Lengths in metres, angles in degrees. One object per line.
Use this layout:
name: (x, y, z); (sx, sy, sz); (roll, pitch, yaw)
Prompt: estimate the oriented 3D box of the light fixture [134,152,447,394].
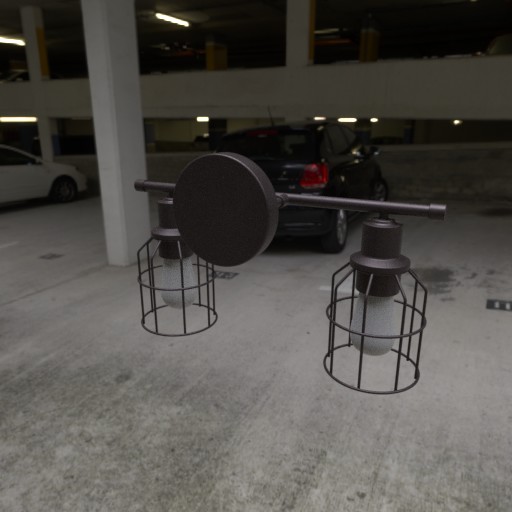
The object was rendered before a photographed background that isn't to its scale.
light fixture: (0.000, 0.000, 0.538); (0.406, 0.254, 0.165); (9, 20, 26)
